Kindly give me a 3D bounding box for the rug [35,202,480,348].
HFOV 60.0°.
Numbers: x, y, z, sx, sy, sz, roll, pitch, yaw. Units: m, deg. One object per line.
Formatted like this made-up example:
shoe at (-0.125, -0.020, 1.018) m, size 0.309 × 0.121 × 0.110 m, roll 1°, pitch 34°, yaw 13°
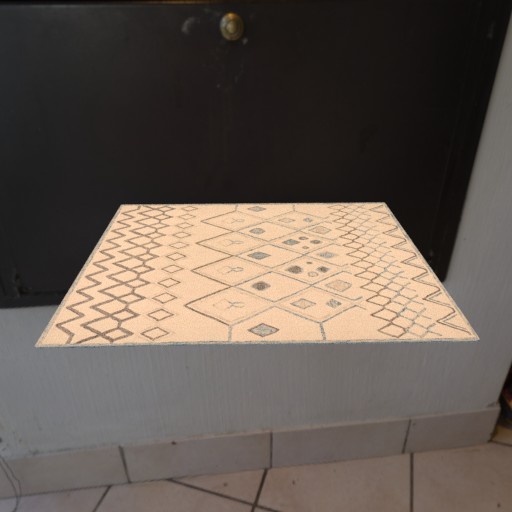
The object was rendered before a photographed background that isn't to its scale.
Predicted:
rug at (0.000, 0.000, 4.086) m, size 3.056 × 0.013 × 2.441 m, roll -1°, pitch 30°, yaw -1°
